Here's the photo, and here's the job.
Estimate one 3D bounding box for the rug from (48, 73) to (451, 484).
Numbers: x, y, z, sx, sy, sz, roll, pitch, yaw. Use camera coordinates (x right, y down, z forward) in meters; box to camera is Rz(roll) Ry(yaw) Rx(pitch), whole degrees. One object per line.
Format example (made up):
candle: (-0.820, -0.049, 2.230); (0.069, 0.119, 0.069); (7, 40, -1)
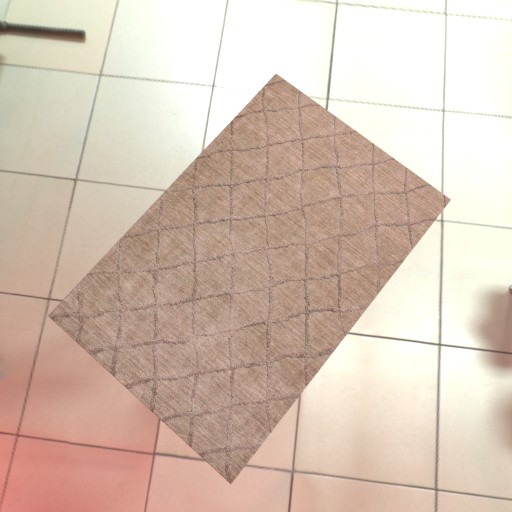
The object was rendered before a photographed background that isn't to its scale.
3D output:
rug: (0.000, 0.000, 2.893); (1.521, 0.015, 2.280); (39, 79, 9)
